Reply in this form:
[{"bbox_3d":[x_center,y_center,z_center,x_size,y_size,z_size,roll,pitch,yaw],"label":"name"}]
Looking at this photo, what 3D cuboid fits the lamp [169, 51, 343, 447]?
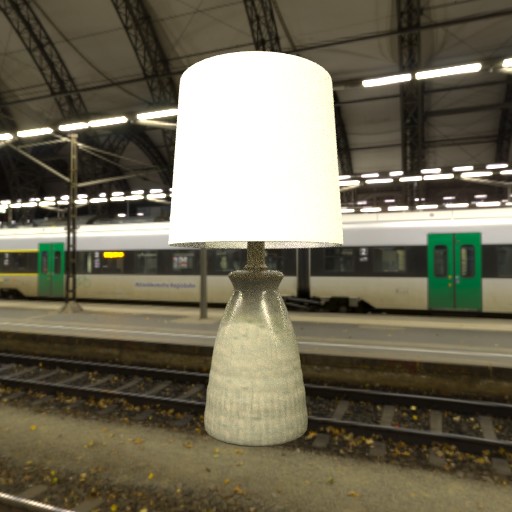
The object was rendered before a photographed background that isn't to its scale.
[{"bbox_3d":[0.000,0.000,0.481,0.186,0.369,0.186,0,-1,0],"label":"lamp"}]
